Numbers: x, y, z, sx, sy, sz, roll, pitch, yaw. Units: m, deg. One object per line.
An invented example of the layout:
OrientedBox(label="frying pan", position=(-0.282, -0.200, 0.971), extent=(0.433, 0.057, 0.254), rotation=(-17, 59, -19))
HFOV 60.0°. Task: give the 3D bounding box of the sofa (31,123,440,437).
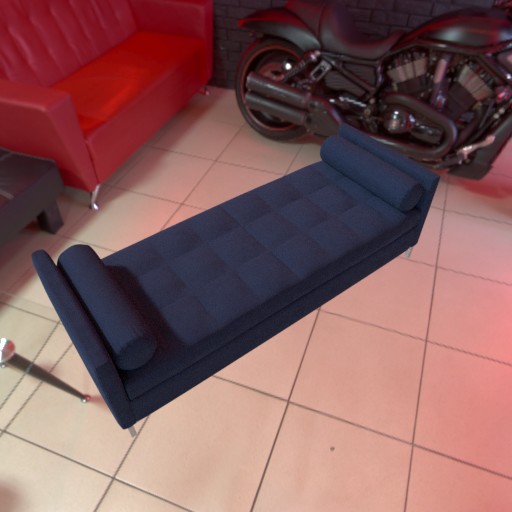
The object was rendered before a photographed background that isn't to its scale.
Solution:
OrientedBox(label="sofa", position=(0.000, 0.000, 2.524), extent=(2.102, 0.657, 0.797), rotation=(-28, 51, -25))
